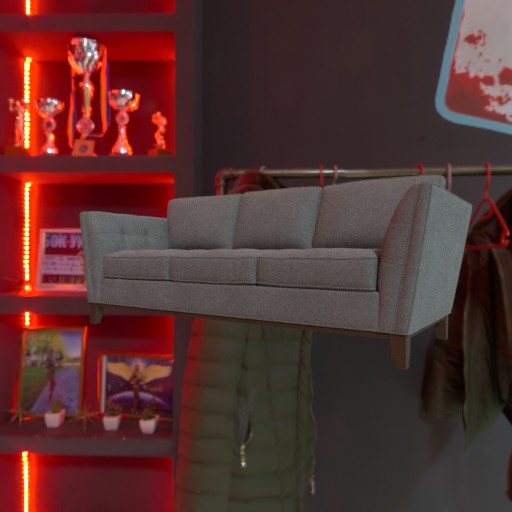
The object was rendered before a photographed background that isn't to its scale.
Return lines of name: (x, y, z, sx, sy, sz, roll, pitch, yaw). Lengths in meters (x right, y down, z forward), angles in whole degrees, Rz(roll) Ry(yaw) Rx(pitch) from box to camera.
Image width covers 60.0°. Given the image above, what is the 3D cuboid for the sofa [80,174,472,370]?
sofa: (0.000, 0.000, 2.850, 2.387, 0.940, 0.965, 0, 0, 35)
